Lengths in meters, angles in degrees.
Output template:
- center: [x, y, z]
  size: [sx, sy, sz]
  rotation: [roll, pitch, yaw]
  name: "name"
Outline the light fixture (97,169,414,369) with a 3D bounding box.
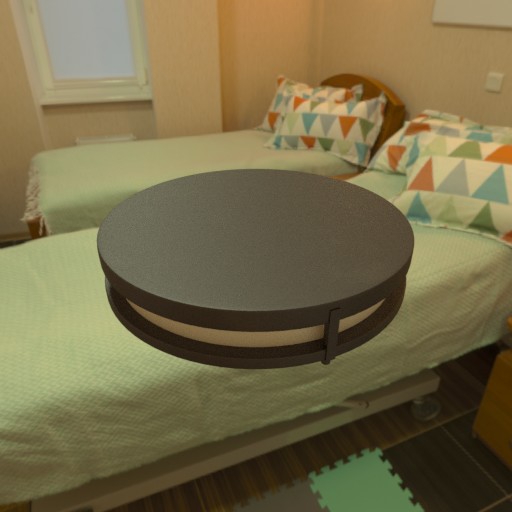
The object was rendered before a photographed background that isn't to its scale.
- center: [0.000, 0.000, 0.542]
  size: [0.356, 0.102, 0.356]
  rotation: [0, 30, 0]
  name: "light fixture"
